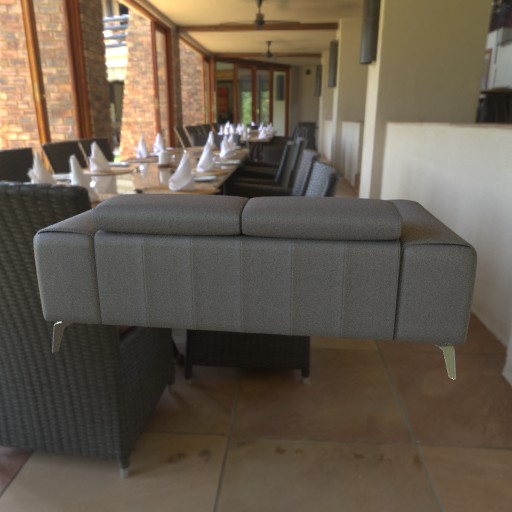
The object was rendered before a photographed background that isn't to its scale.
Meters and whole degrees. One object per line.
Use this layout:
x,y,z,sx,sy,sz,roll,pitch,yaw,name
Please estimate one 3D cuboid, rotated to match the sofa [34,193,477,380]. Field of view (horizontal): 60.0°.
0.000,0.000,2.403,1.930,0.753,1.024,2,17,7,sofa
